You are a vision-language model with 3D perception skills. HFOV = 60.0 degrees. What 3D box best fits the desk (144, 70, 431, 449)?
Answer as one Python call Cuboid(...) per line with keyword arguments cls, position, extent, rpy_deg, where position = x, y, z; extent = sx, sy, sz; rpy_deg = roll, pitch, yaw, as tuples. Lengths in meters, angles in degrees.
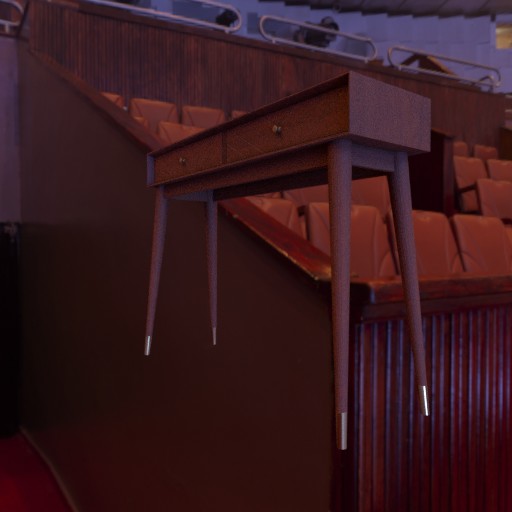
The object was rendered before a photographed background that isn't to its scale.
Cuboid(cls="desk", position=(0.000, 0.000, 1.656), extent=(0.384, 0.917, 1.204), rpy_deg=(-1, 2, -37))
